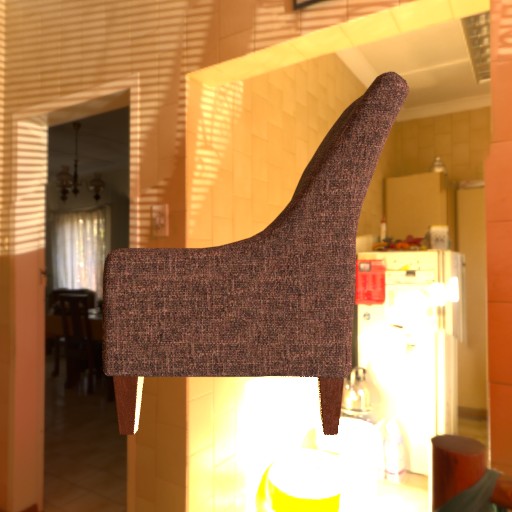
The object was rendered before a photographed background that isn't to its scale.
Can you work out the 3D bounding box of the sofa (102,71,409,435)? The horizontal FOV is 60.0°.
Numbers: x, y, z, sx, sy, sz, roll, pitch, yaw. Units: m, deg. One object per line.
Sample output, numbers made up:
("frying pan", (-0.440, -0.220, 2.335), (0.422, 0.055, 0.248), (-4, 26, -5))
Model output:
("sofa", (0.000, 0.000, 1.828), (0.870, 1.021, 1.242), (0, -1, 1))
